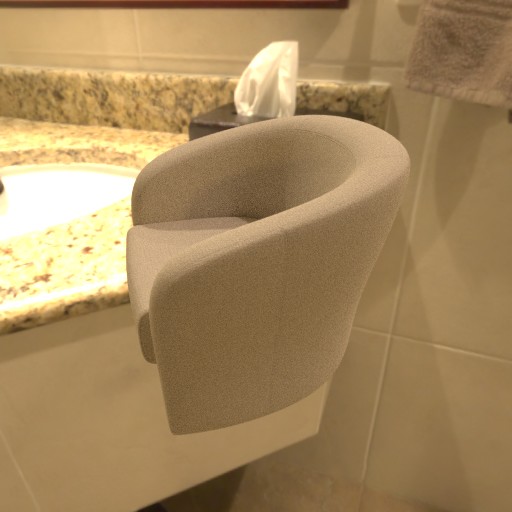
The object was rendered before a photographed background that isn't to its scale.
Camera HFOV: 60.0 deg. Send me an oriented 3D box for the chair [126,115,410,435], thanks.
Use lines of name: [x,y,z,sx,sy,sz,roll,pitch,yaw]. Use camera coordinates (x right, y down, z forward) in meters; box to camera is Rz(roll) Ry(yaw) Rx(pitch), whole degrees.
chair: [0.000,0.000,1.433,0.815,0.771,0.791,-9,32,-15]
